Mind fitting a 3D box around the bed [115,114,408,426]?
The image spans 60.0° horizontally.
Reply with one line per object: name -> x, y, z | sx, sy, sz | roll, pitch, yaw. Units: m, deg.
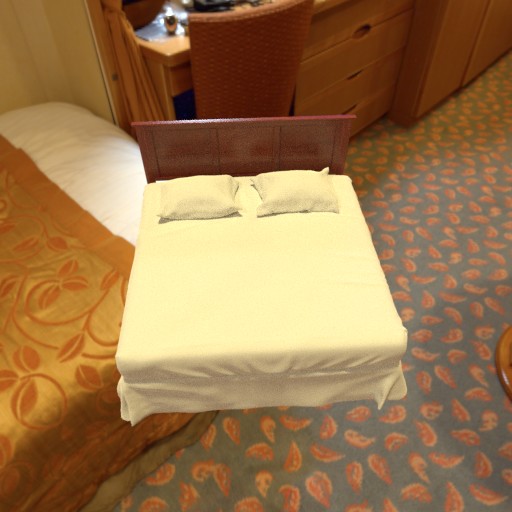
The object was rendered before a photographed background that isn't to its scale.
bed -> 0.000, 0.000, 3.664 | 2.314, 1.271, 2.219 | -3, 46, -3
